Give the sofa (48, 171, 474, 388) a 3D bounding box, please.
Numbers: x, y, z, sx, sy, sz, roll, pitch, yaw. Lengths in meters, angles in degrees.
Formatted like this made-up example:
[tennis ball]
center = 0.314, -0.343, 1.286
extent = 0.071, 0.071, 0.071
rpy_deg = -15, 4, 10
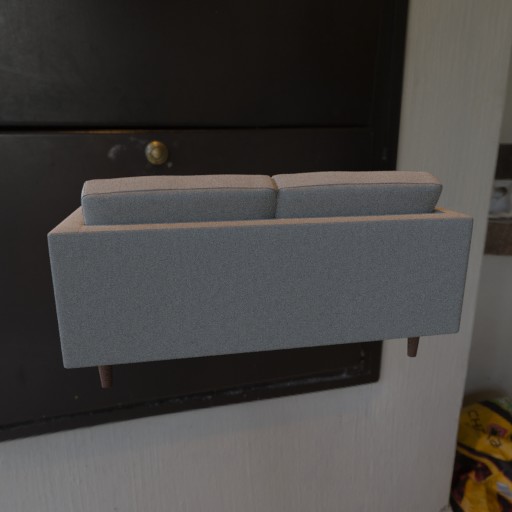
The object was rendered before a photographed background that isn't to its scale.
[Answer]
[sofa]
center = 0.000, 0.000, 2.295
extent = 1.731, 0.900, 1.000
rpy_deg = -3, 16, -10
